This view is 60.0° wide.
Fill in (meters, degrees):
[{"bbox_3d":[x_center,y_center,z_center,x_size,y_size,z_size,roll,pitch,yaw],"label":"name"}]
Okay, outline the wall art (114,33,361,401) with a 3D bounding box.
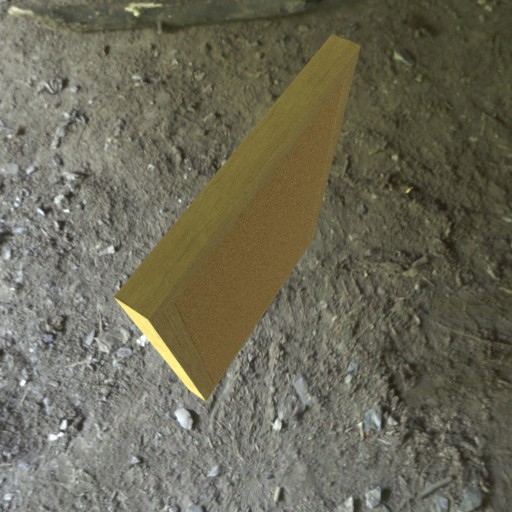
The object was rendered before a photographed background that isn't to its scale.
[{"bbox_3d":[0.000,0.000,0.525,0.030,0.380,0.312,30,68,14],"label":"wall art"}]
